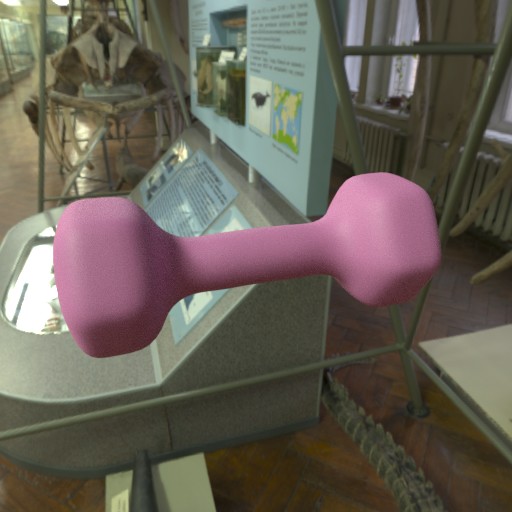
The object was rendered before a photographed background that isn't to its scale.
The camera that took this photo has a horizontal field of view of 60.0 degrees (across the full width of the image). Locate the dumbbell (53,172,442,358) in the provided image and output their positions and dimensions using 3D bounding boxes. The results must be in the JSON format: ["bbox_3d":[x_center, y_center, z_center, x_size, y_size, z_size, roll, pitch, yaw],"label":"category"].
[{"bbox_3d":[0.000,0.000,0.192,0.159,0.058,0.064,-8,27,-15],"label":"dumbbell"}]
